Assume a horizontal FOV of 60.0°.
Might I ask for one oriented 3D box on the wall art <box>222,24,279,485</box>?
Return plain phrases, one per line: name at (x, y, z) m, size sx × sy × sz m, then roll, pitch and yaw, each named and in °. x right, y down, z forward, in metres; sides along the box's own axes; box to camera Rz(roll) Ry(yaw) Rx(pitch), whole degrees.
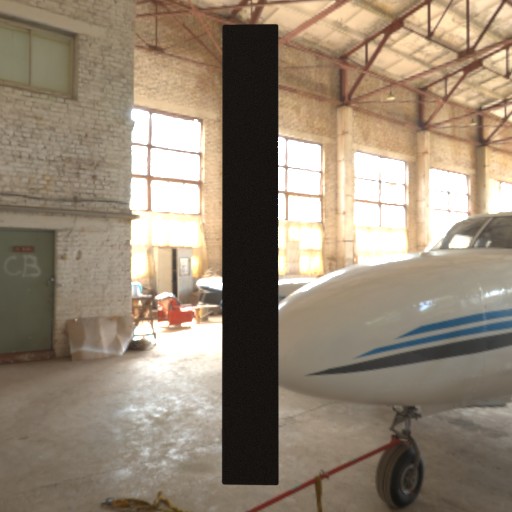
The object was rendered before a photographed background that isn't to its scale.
wall art at (0.000, 0.000, 0.445) m, size 0.037 × 0.305 × 0.305 m, roll 0°, pitch -1°, yaw 1°
